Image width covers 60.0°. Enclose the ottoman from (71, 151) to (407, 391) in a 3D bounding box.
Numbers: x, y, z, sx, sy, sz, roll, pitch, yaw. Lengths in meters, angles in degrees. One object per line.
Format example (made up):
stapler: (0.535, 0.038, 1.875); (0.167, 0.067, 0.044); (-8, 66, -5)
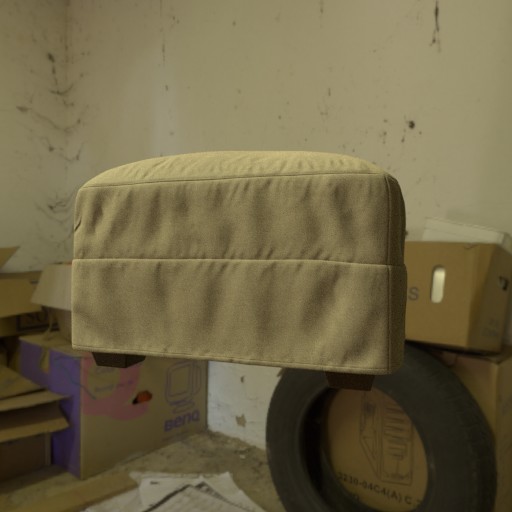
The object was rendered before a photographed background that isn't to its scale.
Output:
ottoman: (0.000, 0.000, 1.100); (0.712, 0.480, 0.584); (0, 0, 18)
